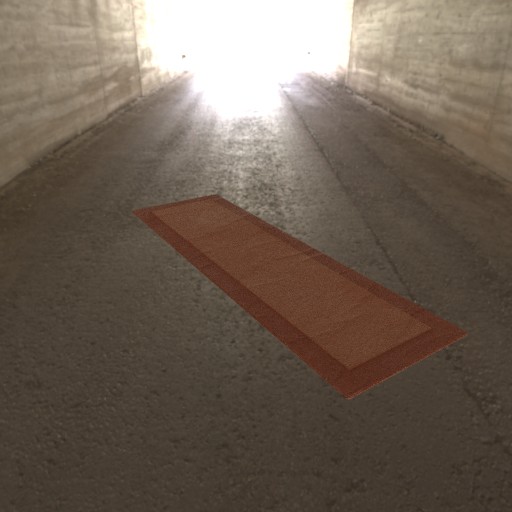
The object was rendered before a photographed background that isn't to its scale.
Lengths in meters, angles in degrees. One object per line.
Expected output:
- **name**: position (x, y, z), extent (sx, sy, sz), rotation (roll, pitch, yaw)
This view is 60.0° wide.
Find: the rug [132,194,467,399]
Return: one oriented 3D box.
- **rug**: position (0.000, 0.000, 2.772), extent (0.914, 0.013, 2.471), rotation (-18, 32, -33)
